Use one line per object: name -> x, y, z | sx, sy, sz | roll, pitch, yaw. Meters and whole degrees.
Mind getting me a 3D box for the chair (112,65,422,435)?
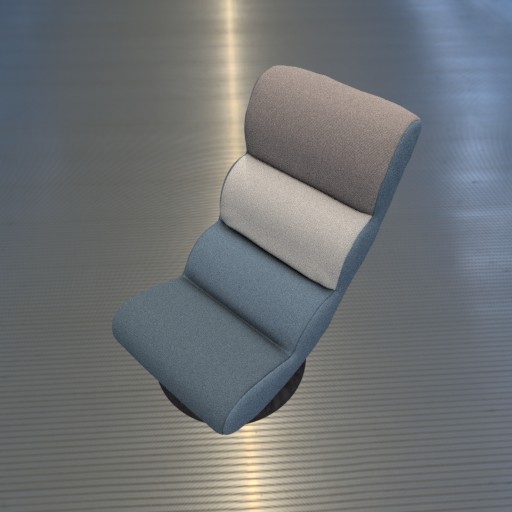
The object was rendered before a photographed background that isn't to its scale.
chair -> 0.000, 0.000, 1.065 | 0.420, 0.641, 0.661 | 33, 55, 27
